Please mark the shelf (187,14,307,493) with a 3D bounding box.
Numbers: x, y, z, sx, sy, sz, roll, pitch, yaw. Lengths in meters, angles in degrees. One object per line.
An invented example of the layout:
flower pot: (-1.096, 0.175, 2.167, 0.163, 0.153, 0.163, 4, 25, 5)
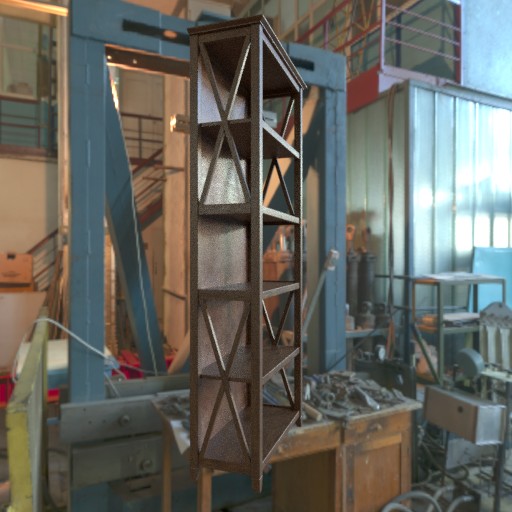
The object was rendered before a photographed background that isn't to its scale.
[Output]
shelf: (0.000, 0.000, 2.177, 0.335, 1.905, 0.805, 0, 0, 19)
